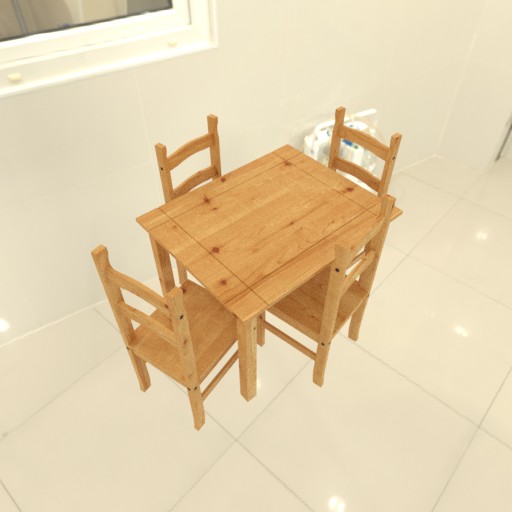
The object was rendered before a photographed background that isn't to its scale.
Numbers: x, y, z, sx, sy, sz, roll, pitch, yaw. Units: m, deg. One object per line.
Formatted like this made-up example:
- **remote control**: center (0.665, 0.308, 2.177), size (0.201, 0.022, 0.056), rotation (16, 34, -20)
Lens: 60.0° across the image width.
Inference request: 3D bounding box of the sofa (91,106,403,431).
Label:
- **sofa**: center (0.000, 0.000, 2.272), size (1.529, 1.000, 1.144), rotation (-32, 53, -27)
